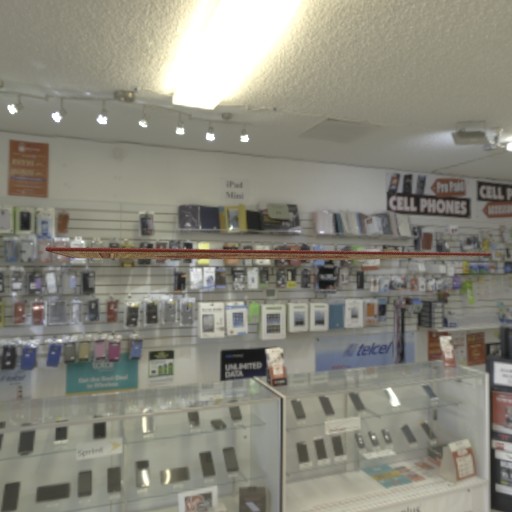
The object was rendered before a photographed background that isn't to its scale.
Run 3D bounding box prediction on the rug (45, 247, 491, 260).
[{"bbox_3d":[0.000,0.000,2.243,1.802,0.013,1.194,0,-2,-19],"label":"rug"}]
